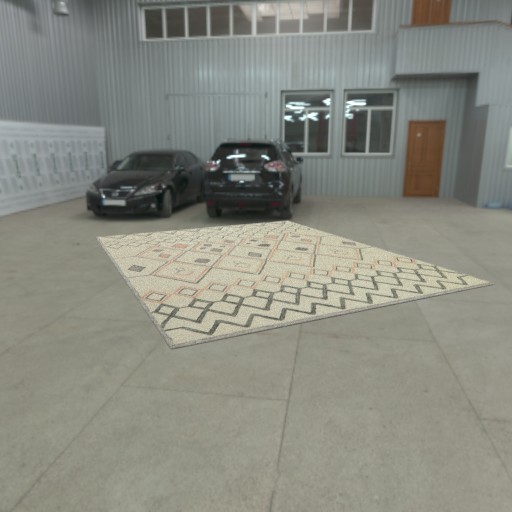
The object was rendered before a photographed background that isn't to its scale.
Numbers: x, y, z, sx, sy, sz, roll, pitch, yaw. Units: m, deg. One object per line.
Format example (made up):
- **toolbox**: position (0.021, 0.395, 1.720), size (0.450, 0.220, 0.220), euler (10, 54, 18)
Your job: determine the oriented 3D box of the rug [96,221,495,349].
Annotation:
- **rug**: position (0.000, 0.000, 4.070), size (2.441, 0.016, 3.050), euler (-7, 16, -25)
